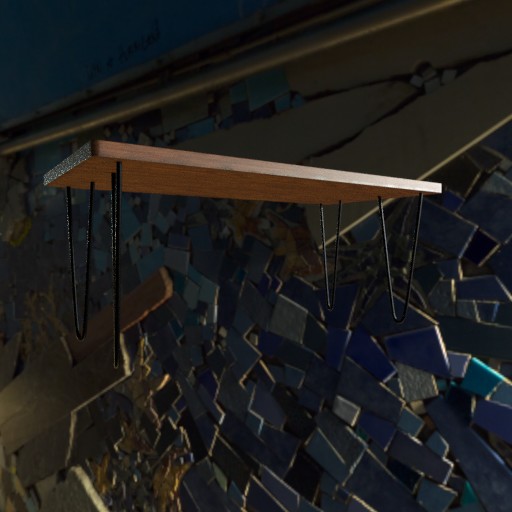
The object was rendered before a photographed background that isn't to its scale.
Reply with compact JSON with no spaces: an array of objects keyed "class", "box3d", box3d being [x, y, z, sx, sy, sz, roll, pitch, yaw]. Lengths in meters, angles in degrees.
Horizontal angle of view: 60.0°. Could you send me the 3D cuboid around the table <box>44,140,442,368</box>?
[{"class":"table","box3d":[0.000,0.000,2.207,1.791,0.753,0.883,-1,2,-34]}]
